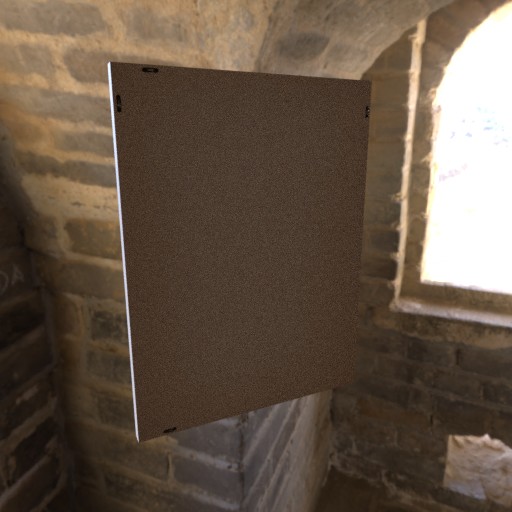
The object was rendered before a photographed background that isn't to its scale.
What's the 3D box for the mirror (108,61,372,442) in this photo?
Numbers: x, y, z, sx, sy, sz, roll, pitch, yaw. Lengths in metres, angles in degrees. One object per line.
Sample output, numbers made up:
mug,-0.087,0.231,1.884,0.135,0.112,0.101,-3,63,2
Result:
mirror,0.000,0.000,1.320,0.762,1.016,0.041,-7,16,-25
